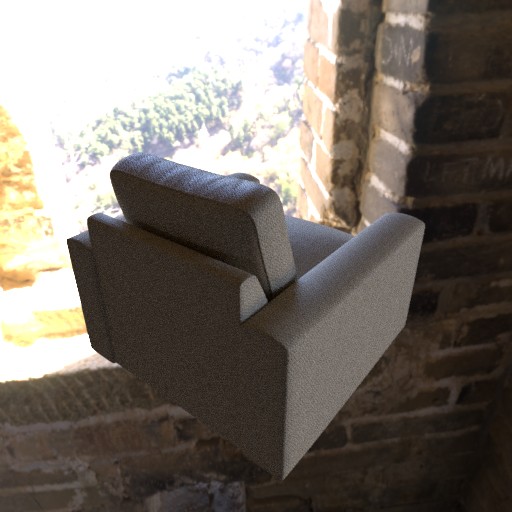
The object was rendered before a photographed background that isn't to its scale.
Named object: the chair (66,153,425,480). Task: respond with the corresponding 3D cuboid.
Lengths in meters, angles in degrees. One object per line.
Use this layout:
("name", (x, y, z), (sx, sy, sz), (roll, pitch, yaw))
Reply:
("chair", (0.000, 0.000, 1.769), (1.005, 0.873, 1.016), (21, 35, 32))
